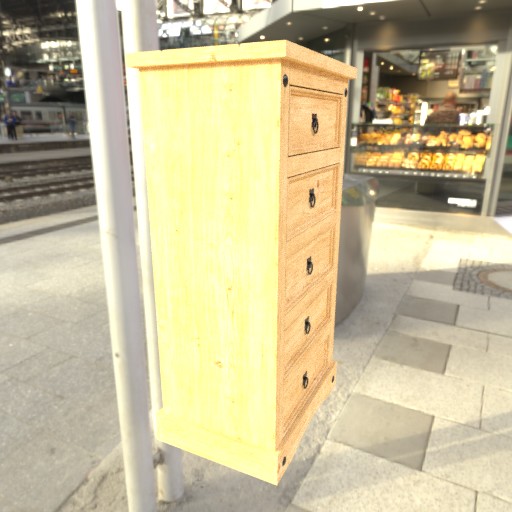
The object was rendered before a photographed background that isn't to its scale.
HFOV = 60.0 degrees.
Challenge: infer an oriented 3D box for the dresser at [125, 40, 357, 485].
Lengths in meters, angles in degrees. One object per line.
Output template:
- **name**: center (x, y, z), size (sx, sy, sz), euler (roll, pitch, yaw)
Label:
- **dresser**: center (0.000, 0.000, 1.289), size (0.390, 1.041, 0.531), euler (8, 19, 25)
